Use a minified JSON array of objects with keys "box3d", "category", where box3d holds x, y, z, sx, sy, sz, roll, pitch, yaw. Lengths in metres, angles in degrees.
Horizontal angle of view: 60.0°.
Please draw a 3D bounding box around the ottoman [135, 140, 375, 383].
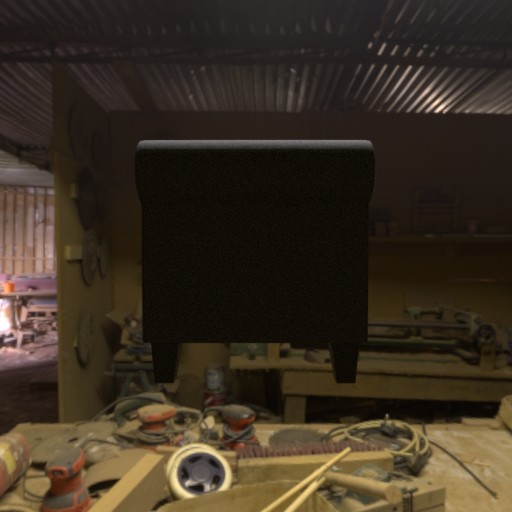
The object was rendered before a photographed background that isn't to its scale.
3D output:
[{"box3d":[0.000,0.000,1.553,0.521,0.547,1.256,0,2,0],"category":"ottoman"}]
